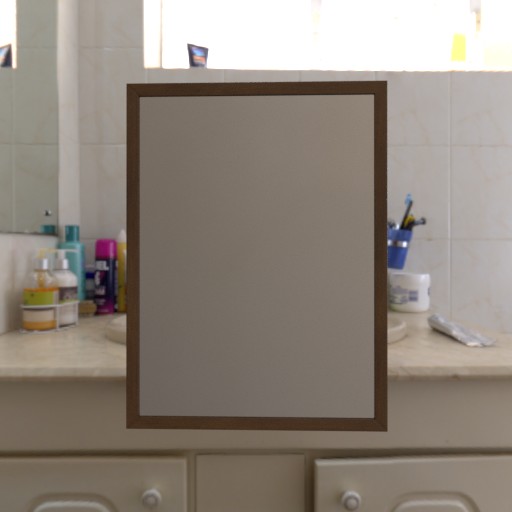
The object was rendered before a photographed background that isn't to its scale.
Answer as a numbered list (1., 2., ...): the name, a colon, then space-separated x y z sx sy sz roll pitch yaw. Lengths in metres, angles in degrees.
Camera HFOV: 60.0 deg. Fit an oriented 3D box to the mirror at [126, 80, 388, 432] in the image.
1. mirror: 0.000 0.000 1.313 0.762 1.016 0.040 0 0 2
